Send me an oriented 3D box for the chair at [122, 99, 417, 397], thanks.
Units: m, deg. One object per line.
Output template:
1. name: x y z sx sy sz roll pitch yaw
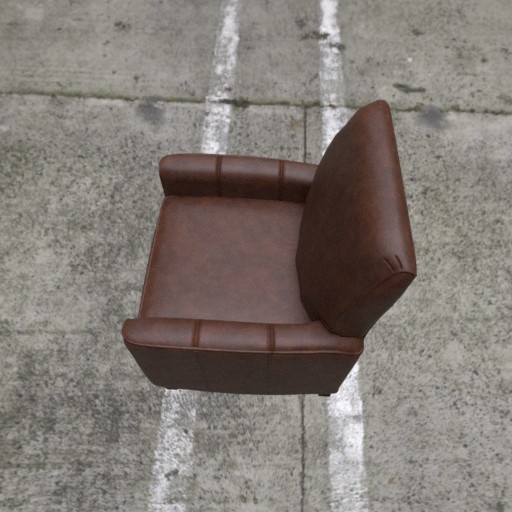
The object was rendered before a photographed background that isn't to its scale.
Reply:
1. chair: 0.000 0.000 1.657 0.850 1.010 0.839 2 58 1
